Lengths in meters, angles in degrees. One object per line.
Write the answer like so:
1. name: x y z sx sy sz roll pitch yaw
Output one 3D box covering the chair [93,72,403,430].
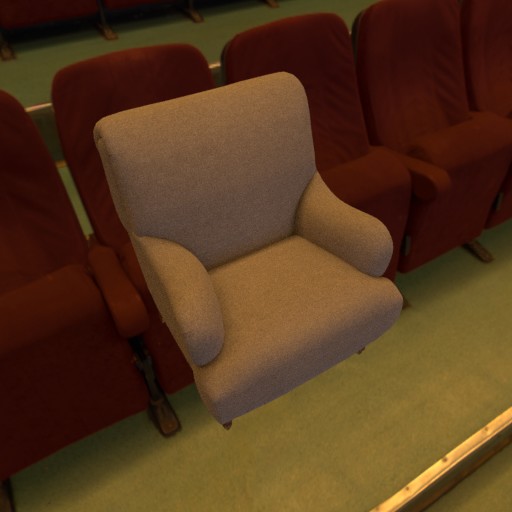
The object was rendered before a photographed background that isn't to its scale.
1. chair: 0.000 0.000 1.578 0.766 0.942 0.843 -23 49 -21
